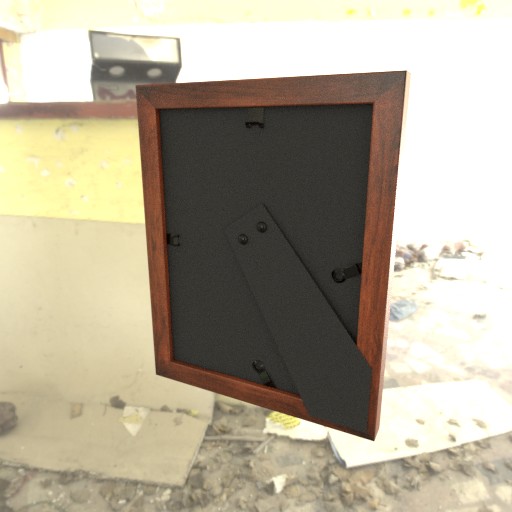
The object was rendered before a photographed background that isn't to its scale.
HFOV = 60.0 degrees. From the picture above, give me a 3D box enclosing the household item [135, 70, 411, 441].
[{"bbox_3d":[0.000,0.000,0.337,0.200,0.250,0.020,8,18,26],"label":"household item"}]
